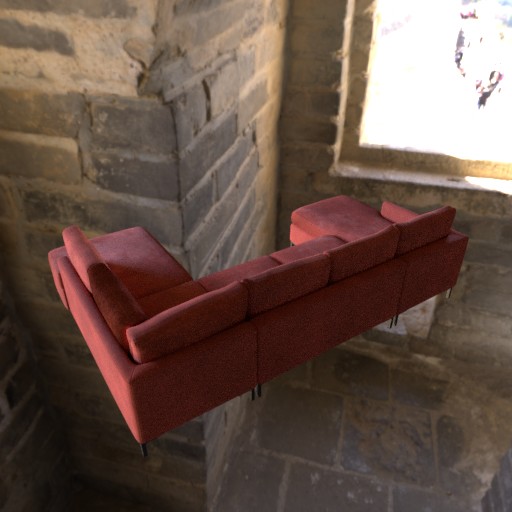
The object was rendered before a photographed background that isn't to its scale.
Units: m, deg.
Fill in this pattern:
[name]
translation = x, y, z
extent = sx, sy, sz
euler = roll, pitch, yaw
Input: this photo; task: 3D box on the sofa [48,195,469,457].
[sofa]
translation = 0.000, 0.000, 3.758
extent = 2.971, 0.858, 1.981
euler = -19, 36, -28
